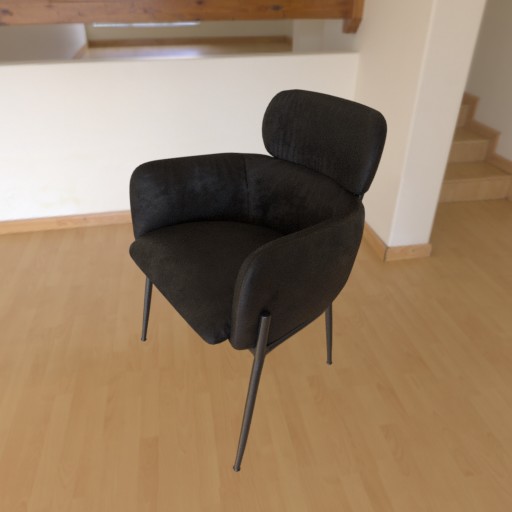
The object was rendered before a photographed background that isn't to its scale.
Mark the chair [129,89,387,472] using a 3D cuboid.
[{"bbox_3d":[0.000,0.000,1.293,0.604,0.818,0.640,-21,38,-29],"label":"chair"}]
